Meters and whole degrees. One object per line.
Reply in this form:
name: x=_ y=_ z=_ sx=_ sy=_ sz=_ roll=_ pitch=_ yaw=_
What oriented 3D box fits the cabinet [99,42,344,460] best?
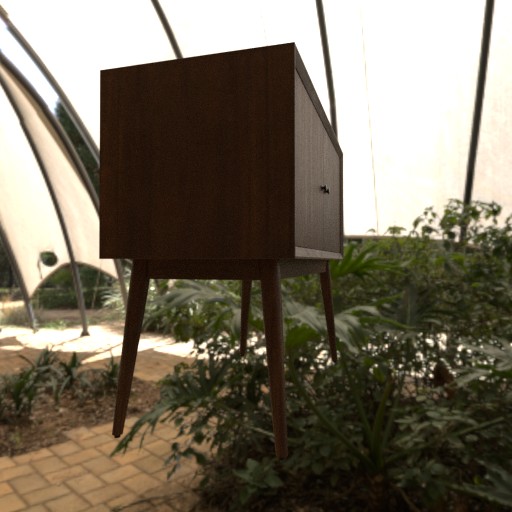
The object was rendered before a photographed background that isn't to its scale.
cabinet: x=0.000 y=0.000 z=1.088 sx=0.354 sy=0.654 sz=0.743 roll=0 pitch=-1 yaw=17
